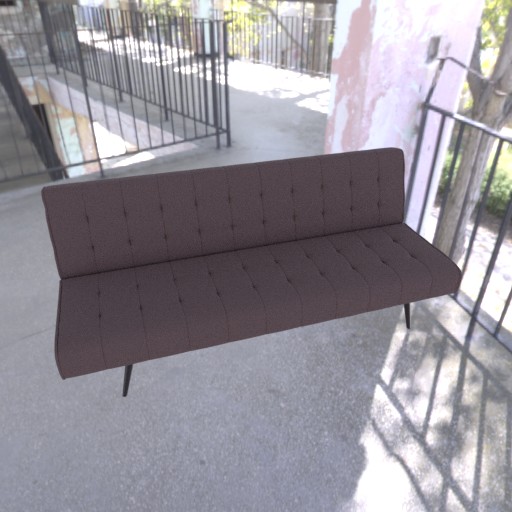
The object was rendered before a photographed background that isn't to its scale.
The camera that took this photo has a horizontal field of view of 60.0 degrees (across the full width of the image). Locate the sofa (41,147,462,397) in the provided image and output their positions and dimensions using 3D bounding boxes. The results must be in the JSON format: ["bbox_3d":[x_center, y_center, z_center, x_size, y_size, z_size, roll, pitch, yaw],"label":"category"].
[{"bbox_3d":[0.000,0.000,2.034,1.703,0.699,0.747,-10,33,-15],"label":"sofa"}]
